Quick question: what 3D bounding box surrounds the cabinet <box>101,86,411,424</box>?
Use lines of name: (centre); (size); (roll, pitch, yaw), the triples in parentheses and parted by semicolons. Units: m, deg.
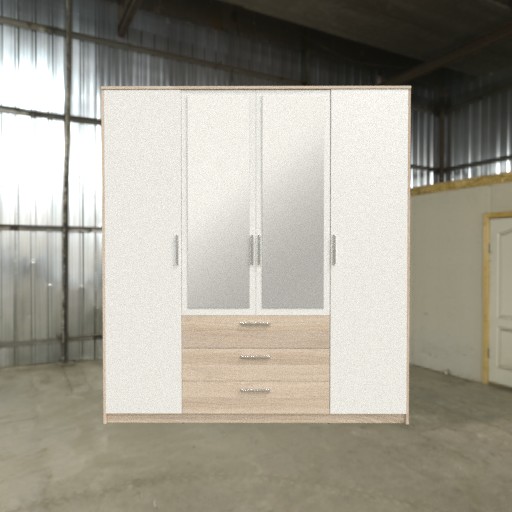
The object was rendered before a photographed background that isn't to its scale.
cabinet: (0.000, 0.000, 2.988); (1.870, 2.060, 0.620); (0, 1, 0)
